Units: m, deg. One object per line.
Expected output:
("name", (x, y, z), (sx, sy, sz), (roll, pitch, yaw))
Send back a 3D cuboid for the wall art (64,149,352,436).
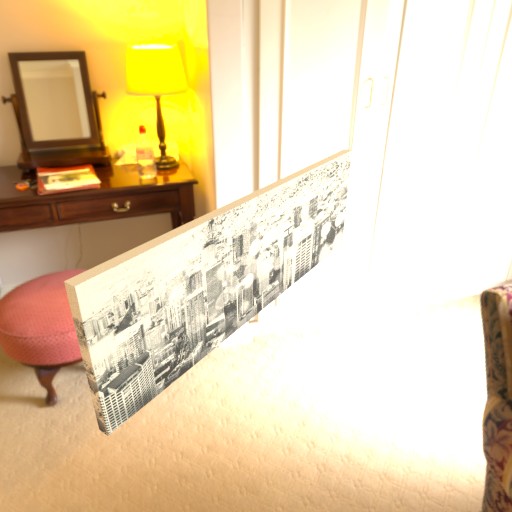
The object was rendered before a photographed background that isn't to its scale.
("wall art", (0.000, 0.000, 1.714), (0.044, 0.507, 1.520), (19, 33, 31))
